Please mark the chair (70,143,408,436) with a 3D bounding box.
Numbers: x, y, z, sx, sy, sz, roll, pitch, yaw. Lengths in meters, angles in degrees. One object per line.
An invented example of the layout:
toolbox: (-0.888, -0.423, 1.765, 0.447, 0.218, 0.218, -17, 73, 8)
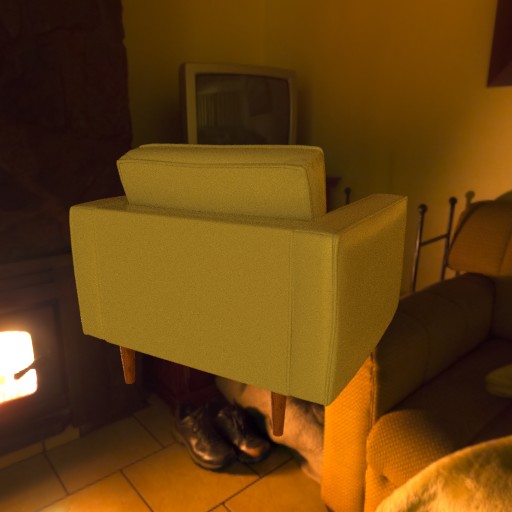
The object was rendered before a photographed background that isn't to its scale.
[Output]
chair: (0.000, 0.000, 1.572, 0.928, 0.773, 0.843, 8, 17, 28)
